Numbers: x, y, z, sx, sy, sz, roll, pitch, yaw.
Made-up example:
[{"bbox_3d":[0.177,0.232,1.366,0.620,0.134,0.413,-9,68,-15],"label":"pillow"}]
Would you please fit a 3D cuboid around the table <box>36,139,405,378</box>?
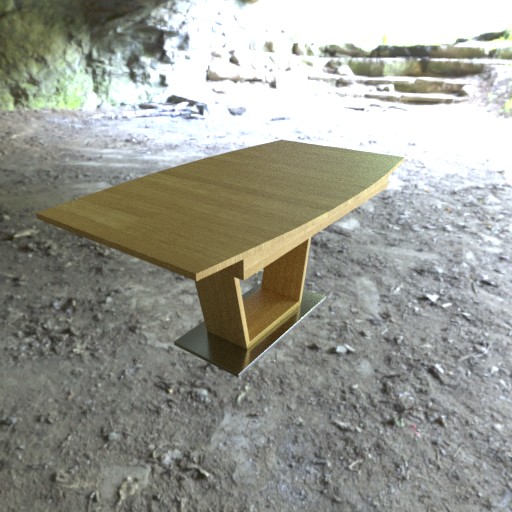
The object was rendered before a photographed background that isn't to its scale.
[{"bbox_3d":[0.000,0.000,2.114,0.900,0.748,1.598,18,31,32],"label":"table"}]
